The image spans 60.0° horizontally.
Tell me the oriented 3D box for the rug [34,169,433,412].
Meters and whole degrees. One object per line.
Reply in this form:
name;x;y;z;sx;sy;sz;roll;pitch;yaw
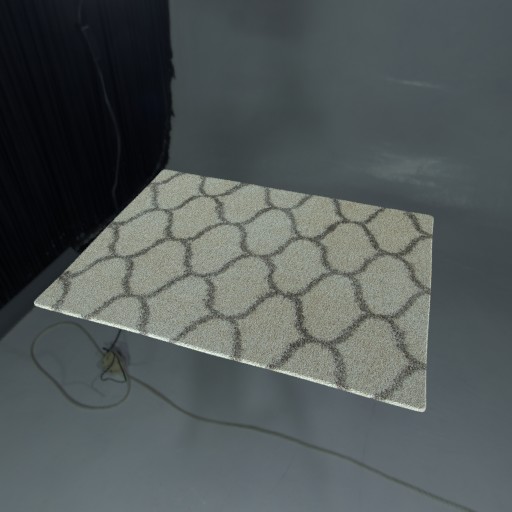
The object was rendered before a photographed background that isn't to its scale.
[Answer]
rug;0.000;0.000;2.123;1.600;0.025;1.200;12;42;14
